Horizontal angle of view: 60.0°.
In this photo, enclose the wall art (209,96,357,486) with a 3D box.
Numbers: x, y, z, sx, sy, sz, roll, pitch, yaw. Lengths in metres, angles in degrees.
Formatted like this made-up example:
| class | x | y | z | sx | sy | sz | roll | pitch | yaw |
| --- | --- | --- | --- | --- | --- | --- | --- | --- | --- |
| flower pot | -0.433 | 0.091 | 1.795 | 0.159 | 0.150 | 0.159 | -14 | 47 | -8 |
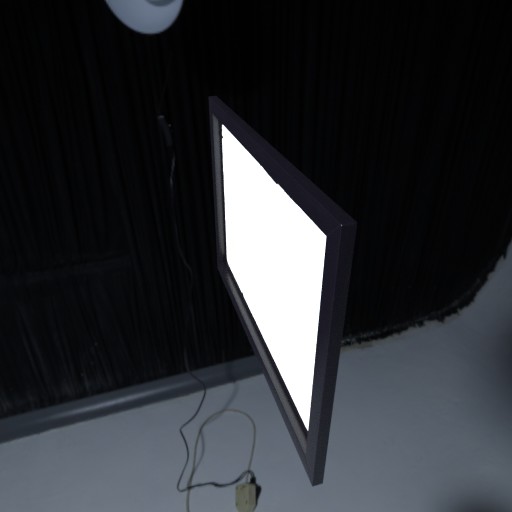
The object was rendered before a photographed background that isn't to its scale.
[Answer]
| class | x | y | z | sx | sy | sz | roll | pitch | yaw |
| --- | --- | --- | --- | --- | --- | --- | --- | --- | --- |
| wall art | 0.000 | 0.000 | 0.565 | 0.013 | 0.306 | 0.440 | -9 | 32 | -15 |
